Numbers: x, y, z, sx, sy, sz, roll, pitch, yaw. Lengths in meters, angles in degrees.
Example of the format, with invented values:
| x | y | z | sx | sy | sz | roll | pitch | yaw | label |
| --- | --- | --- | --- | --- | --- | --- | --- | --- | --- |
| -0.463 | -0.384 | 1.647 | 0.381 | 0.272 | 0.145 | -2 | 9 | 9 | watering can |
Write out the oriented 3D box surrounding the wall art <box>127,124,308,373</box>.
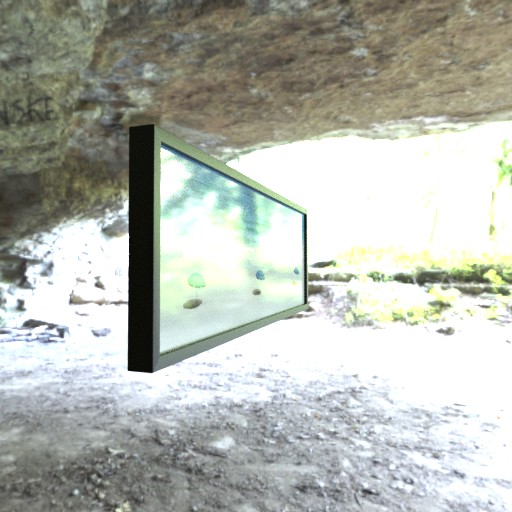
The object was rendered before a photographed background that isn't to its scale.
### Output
| x | y | z | sx | sy | sz | roll | pitch | yaw | label |
| --- | --- | --- | --- | --- | --- | --- | --- | --- | --- |
| 0.000 | 0.000 | 0.950 | 0.037 | 0.303 | 0.860 | 0 | -1 | 19 | wall art |
